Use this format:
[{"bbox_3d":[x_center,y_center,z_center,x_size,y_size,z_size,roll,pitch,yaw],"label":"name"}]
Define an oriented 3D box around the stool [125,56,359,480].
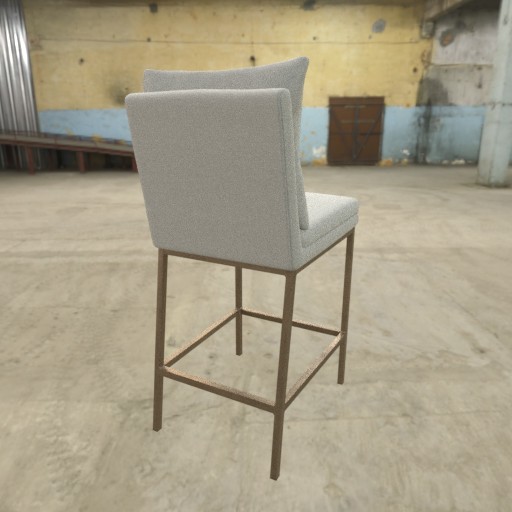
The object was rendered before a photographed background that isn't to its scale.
[{"bbox_3d":[0.000,0.000,1.329,0.463,1.032,0.572,9,18,27],"label":"stool"}]
